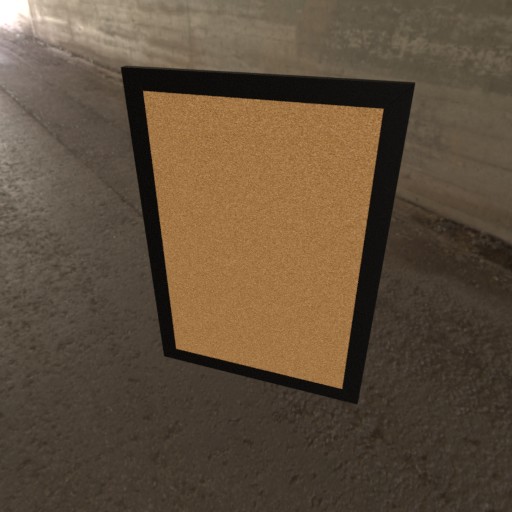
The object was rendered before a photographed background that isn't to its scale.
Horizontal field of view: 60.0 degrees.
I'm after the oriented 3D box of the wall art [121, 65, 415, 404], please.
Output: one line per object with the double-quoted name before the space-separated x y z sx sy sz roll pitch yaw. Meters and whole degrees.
"wall art" 0.000 0.000 0.595 0.326 0.459 0.011 10 33 15
